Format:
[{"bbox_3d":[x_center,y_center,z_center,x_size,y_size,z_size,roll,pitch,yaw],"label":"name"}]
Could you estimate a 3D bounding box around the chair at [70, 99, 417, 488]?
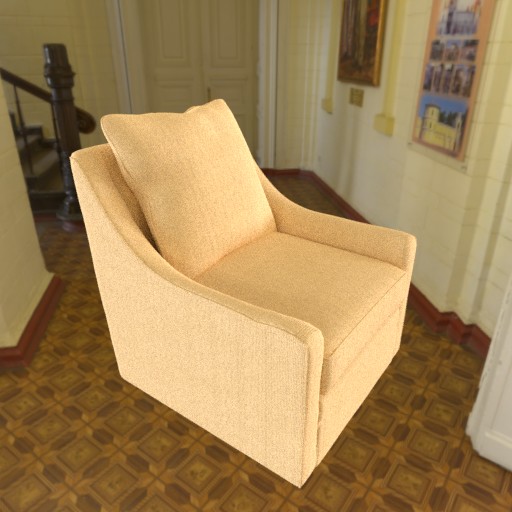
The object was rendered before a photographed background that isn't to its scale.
[{"bbox_3d":[0.000,0.000,1.508,0.876,0.927,0.760,18,31,32],"label":"chair"}]
